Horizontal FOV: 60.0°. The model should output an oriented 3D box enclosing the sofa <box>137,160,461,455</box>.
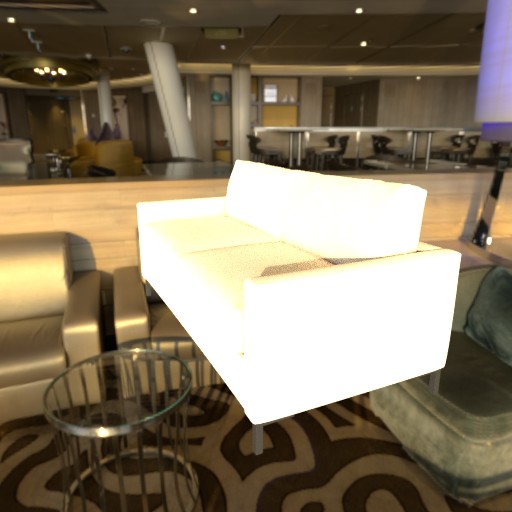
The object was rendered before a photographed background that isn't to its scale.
[{"bbox_3d":[0.000,0.000,2.126,0.839,0.812,1.651,-8,18,-25],"label":"sofa"}]
